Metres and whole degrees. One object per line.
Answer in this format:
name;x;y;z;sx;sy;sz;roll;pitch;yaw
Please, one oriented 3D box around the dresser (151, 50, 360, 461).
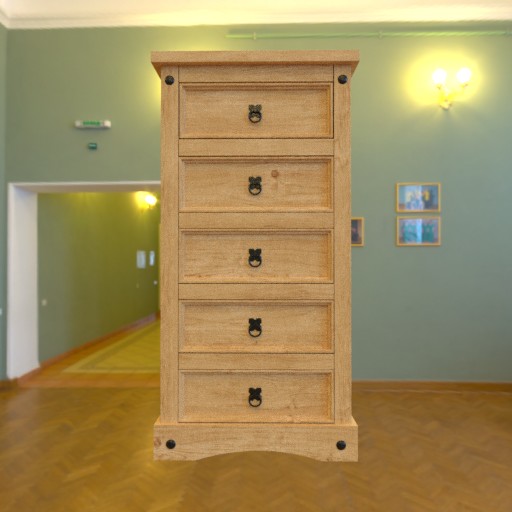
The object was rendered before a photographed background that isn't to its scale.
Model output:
dresser;0.000;0.000;1.316;0.531;1.041;0.390;0;0;1
